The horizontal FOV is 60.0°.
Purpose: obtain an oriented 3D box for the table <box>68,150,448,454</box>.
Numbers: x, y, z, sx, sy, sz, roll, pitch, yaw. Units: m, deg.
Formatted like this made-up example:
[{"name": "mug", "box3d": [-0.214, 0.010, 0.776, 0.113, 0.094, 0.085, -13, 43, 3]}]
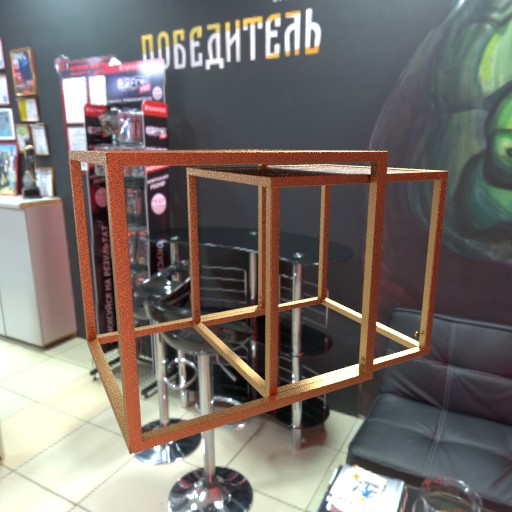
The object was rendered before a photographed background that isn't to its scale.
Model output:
[{"name": "table", "box3d": [0.000, 0.000, 1.088, 0.762, 0.505, 0.505, -7, 16, -28]}]
